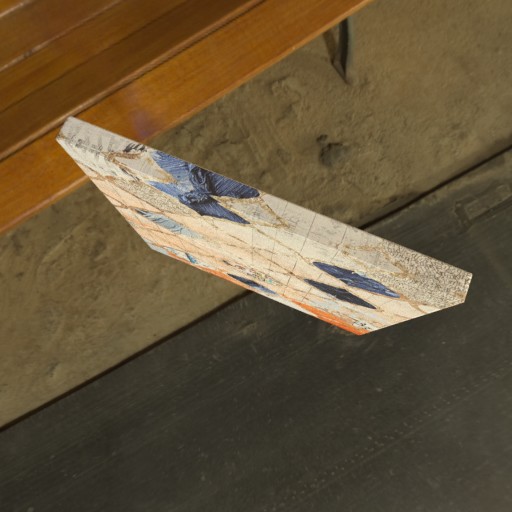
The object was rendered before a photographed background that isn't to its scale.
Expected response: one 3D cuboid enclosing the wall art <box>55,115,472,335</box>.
[{"bbox_3d":[0.000,0.000,0.753,0.507,0.508,0.038,22,77,5],"label":"wall art"}]
